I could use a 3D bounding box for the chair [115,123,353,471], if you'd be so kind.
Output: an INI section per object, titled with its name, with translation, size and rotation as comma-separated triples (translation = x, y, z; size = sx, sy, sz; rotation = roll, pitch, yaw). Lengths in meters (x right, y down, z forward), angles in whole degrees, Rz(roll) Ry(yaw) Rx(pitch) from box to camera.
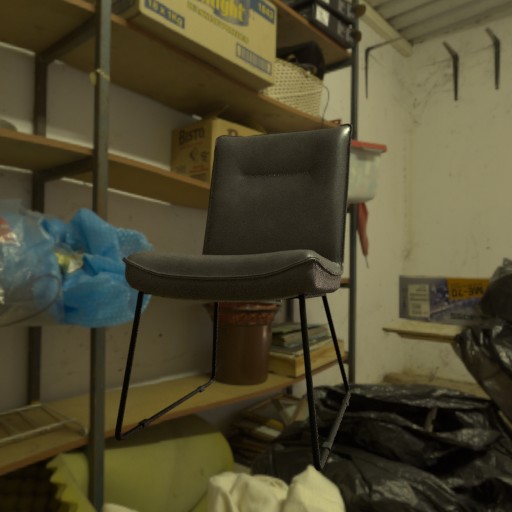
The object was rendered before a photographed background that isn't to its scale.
[chair]
translation = 0.000, 0.000, 1.333
size = 0.515, 0.932, 0.688
rotation = 0, -1, 18
